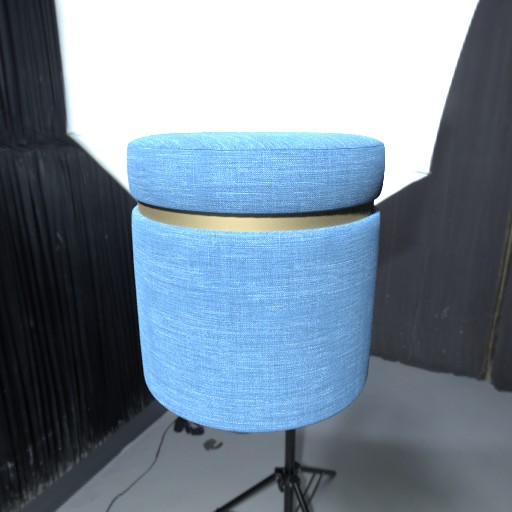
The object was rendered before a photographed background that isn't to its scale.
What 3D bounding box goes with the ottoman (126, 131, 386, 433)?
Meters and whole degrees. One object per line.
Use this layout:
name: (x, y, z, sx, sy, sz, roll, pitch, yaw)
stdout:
ottoman: (0.000, 0.000, 0.749, 0.398, 0.406, 0.398, 0, 17, 0)
